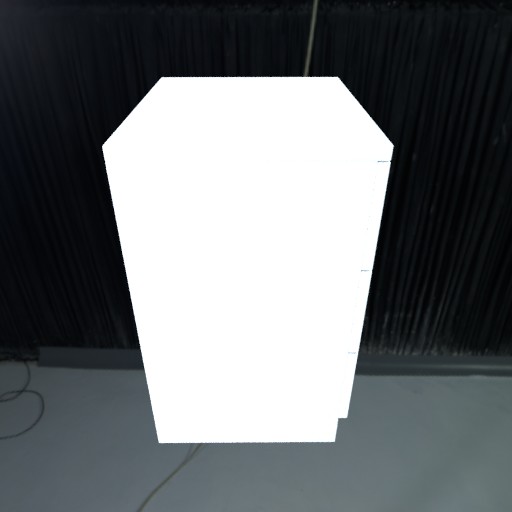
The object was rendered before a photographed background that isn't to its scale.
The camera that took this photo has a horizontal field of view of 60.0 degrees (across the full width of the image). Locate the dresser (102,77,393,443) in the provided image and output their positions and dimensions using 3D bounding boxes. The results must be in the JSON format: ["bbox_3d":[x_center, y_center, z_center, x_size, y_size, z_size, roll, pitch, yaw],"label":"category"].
[{"bbox_3d":[0.000,0.000,0.834,0.360,0.560,0.400,0,33,0],"label":"dresser"}]
